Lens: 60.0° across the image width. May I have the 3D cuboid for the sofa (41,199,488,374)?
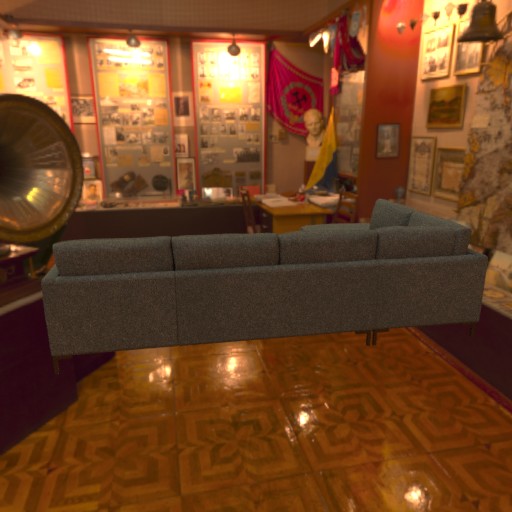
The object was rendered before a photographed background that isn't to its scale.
[{"bbox_3d":[0.000,0.000,3.790,2.956,0.813,2.007,-3,16,-10],"label":"sofa"}]
